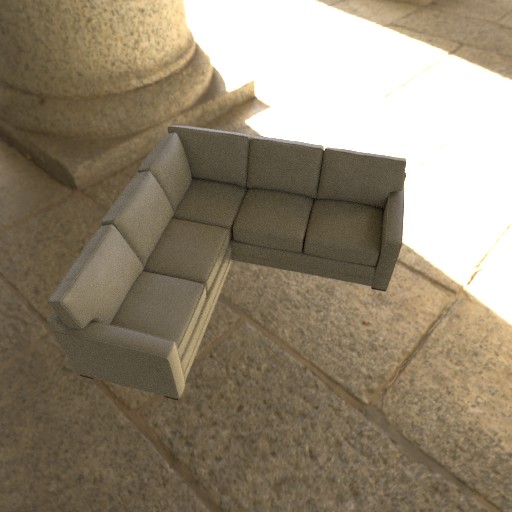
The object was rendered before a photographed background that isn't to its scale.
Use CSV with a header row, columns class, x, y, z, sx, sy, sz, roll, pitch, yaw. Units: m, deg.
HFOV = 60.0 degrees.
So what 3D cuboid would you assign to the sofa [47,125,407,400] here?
class,x,y,z,sx,sy,sz,roll,pitch,yaw
sofa,0.000,0.000,3.498,2.211,0.936,2.188,10,48,9
